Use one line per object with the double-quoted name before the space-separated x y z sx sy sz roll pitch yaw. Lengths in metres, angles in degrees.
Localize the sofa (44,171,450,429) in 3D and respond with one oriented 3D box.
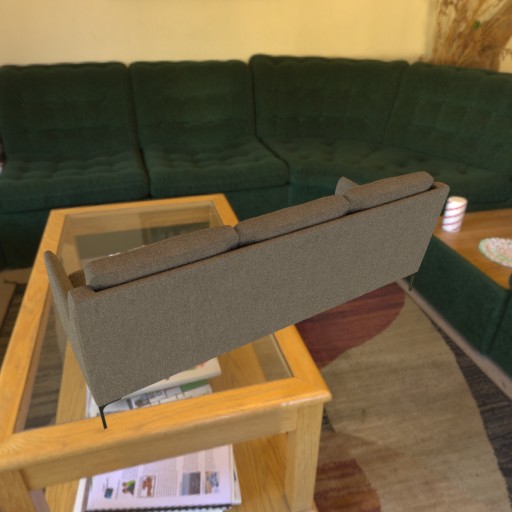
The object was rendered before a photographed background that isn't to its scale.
"sofa" 0.000 0.000 2.467 2.060 0.837 0.849 -18 35 -28
